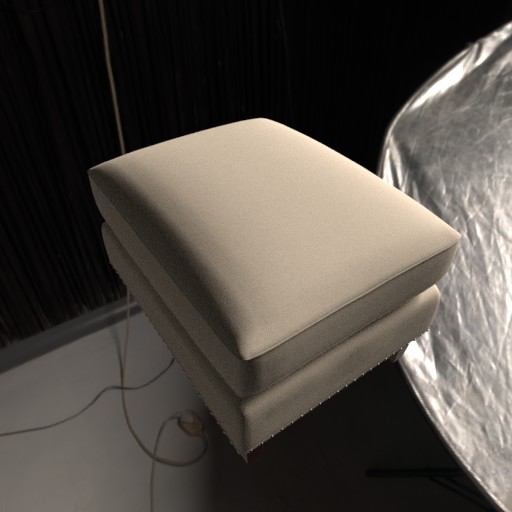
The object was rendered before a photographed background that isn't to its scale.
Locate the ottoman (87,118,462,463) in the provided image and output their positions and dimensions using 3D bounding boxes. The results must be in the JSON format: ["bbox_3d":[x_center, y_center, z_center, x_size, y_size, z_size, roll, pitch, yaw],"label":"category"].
[{"bbox_3d":[0.000,0.000,1.152,0.584,0.513,0.741,-24,46,-26],"label":"ottoman"}]
